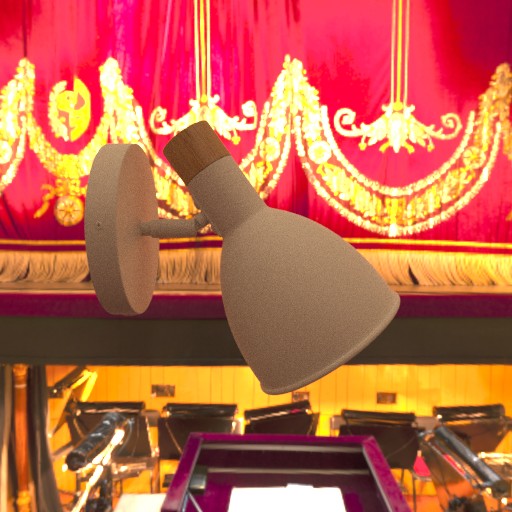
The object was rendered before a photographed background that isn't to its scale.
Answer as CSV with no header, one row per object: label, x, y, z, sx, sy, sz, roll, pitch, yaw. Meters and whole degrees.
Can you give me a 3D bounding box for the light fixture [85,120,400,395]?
light fixture,0.000,0.000,0.331,0.209,0.199,0.127,0,1,-1
